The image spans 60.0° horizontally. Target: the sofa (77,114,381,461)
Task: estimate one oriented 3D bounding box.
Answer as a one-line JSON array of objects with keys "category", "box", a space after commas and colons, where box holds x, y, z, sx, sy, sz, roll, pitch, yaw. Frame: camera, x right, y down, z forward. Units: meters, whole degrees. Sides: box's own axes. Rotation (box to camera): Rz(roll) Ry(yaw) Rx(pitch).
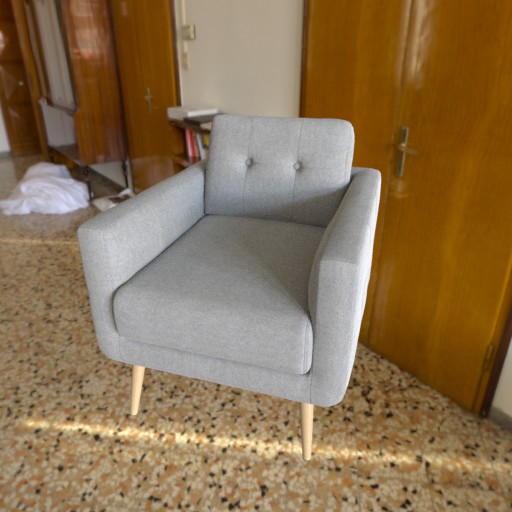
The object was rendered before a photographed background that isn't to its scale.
[{"category": "sofa", "box": [0.000, 0.000, 1.541, 0.770, 0.860, 0.920, 8, 26, 16]}]
